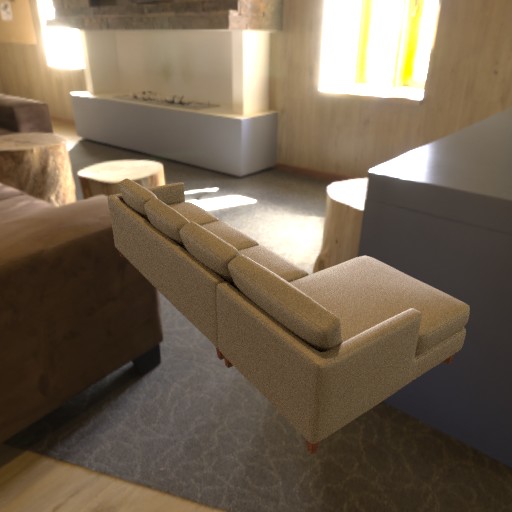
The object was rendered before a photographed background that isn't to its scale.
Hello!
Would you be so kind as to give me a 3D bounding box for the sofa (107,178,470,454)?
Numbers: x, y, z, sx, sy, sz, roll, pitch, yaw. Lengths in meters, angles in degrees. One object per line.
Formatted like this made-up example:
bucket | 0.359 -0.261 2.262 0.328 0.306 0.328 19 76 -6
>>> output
sofa | 0.000 0.000 3.836 1.502 0.876 3.201 -18 32 -31
